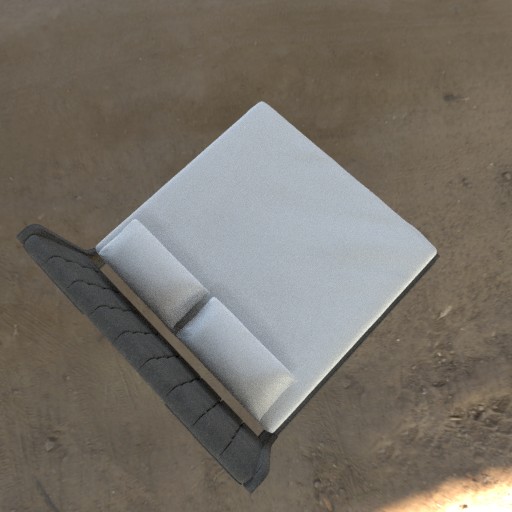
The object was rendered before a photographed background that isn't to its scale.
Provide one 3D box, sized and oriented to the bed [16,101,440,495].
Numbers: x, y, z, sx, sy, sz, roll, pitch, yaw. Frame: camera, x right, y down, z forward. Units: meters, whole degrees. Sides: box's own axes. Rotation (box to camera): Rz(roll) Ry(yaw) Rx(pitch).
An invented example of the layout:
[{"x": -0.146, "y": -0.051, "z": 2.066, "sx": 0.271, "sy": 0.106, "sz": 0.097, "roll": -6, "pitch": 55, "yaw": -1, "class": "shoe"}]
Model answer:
[{"x": 0.000, "y": 0.000, "z": 2.494, "sx": 1.531, "sy": 0.933, "sz": 1.638, "roll": 44, "pitch": 79, "yaw": 11, "class": "bed"}]
